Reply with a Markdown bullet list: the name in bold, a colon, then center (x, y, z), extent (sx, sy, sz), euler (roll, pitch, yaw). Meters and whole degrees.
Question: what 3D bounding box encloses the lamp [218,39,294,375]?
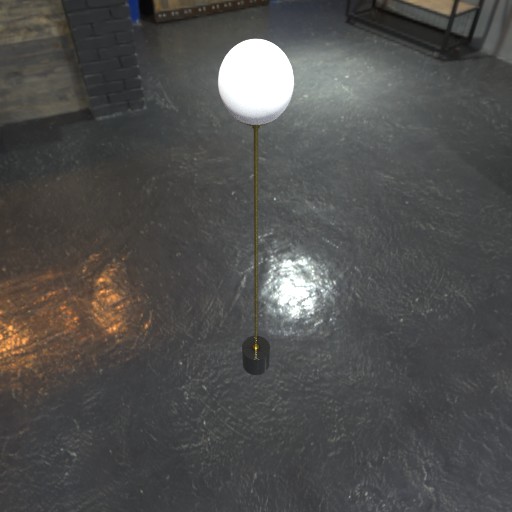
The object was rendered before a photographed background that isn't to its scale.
- **lamp**: center (0.000, 0.000, 1.885), extent (0.229, 1.748, 0.229), euler (-17, 48, -16)
